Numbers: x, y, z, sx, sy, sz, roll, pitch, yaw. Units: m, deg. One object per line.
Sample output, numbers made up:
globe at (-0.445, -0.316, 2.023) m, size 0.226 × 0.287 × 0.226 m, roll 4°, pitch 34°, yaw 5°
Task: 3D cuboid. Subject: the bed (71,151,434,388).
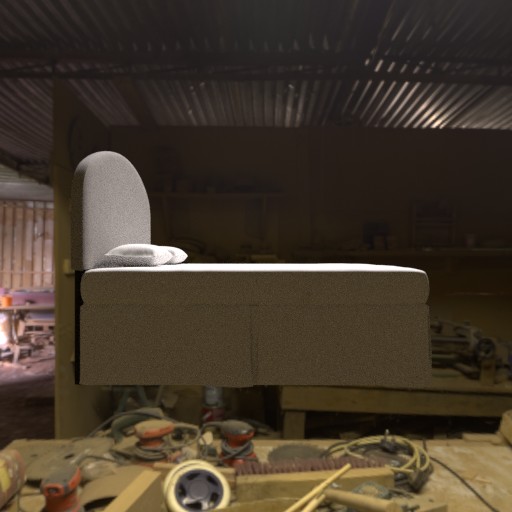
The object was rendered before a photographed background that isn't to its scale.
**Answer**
bed at (0.000, 0.000, 3.144) m, size 2.005 × 1.410 × 1.607 m, roll 0°, pitch 0°, yaw 0°
